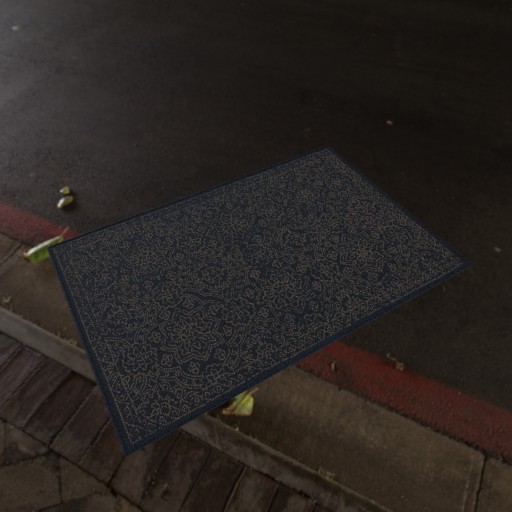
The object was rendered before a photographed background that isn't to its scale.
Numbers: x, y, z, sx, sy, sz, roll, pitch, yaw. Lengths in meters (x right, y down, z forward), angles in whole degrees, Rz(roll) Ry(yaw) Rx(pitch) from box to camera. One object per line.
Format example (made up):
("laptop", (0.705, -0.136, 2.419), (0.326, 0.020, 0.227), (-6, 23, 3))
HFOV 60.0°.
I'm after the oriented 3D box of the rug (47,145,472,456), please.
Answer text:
("rug", (0.000, 0.000, 2.280), (1.829, 0.010, 1.219), (-24, 52, -20))
